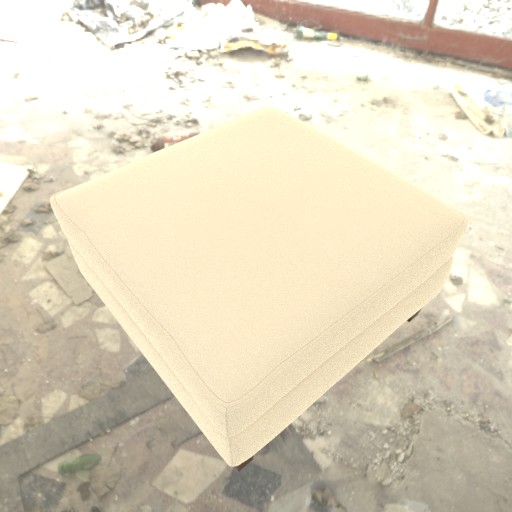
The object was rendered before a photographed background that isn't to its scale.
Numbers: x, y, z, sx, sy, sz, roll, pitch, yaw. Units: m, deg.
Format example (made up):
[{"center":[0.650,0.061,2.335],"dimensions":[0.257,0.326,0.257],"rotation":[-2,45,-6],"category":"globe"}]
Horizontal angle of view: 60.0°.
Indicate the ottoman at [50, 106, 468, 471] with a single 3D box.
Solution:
[{"center":[0.000,0.000,1.329],"dimensions":[0.838,0.479,0.838],"rotation":[-32,54,-26],"category":"ottoman"}]
